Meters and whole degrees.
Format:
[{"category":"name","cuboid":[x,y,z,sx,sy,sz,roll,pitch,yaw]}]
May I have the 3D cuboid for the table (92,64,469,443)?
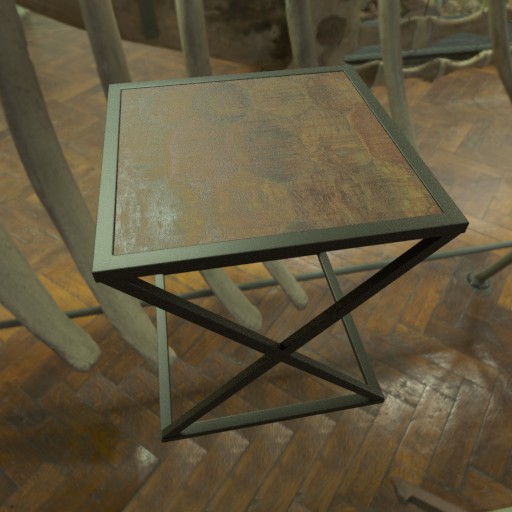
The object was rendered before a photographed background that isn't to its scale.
[{"category":"table","cuboid":[0.000,0.000,0.945,0.500,0.565,0.500,-8,48,-7]}]
